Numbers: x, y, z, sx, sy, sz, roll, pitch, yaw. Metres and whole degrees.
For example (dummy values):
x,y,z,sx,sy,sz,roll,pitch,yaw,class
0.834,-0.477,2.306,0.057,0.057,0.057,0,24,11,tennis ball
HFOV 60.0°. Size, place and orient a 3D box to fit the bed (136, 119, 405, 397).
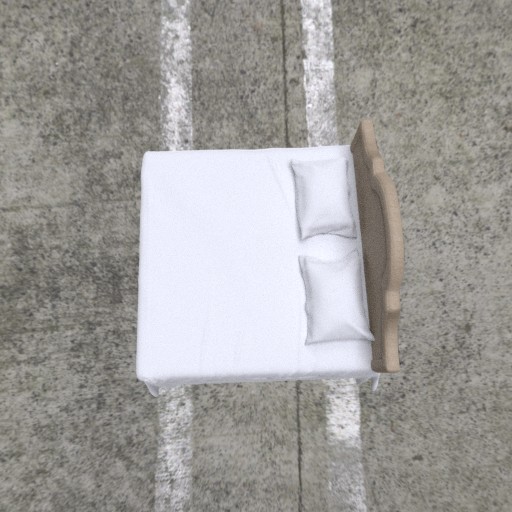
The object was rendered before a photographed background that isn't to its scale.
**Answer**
x,y,z,sx,sy,sz,roll,pitch,yaw,class
0.000,0.000,3.711,2.222,1.631,2.303,-2,76,0,bed
